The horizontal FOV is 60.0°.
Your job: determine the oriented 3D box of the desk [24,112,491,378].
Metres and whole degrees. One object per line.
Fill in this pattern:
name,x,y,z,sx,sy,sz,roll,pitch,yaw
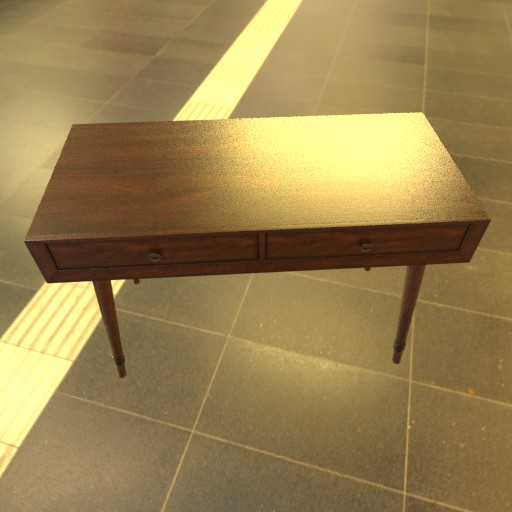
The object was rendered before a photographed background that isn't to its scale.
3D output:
desk,0.000,0.000,2.116,1.577,1.031,0.734,-3,47,-3
